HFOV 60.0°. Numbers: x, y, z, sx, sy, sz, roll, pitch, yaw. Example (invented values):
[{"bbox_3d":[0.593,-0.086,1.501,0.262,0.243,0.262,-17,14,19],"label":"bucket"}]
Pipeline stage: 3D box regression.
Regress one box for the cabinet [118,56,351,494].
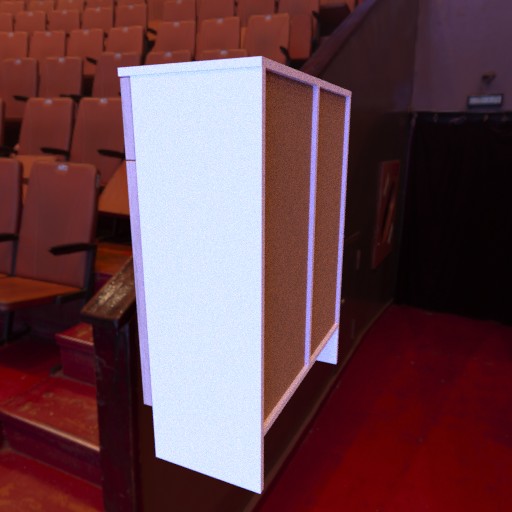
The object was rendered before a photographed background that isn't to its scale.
[{"bbox_3d":[0.000,0.000,1.110,0.296,0.815,0.600,7,16,24],"label":"cabinet"}]
